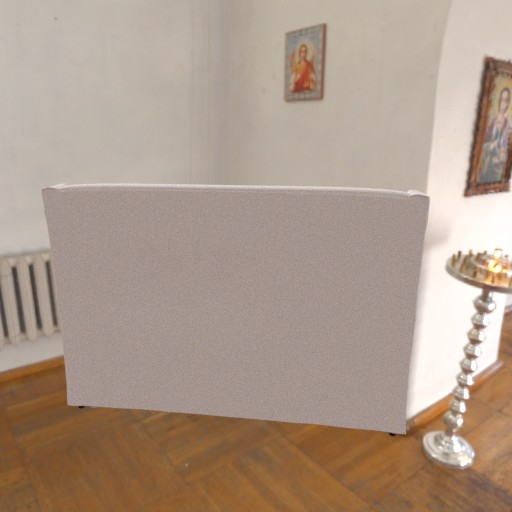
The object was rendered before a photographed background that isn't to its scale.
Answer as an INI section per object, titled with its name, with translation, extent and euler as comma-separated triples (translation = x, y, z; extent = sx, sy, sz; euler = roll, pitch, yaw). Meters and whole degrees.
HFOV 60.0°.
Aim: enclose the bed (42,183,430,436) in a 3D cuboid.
[bed]
translation = 0.000, 0.000, 3.365
extent = 1.925, 1.332, 2.276
euler = 2, 16, 8
